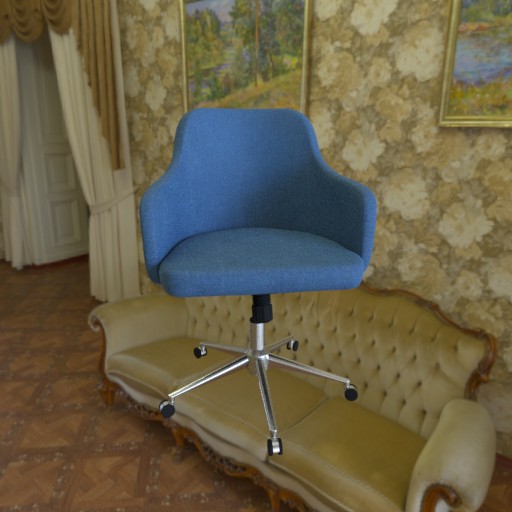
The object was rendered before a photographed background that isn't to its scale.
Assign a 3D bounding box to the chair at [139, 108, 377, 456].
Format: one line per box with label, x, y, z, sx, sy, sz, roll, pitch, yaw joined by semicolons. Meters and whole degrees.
chair;0.000;0.000;1.254;0.599;0.820;0.655;-2;16;-8
